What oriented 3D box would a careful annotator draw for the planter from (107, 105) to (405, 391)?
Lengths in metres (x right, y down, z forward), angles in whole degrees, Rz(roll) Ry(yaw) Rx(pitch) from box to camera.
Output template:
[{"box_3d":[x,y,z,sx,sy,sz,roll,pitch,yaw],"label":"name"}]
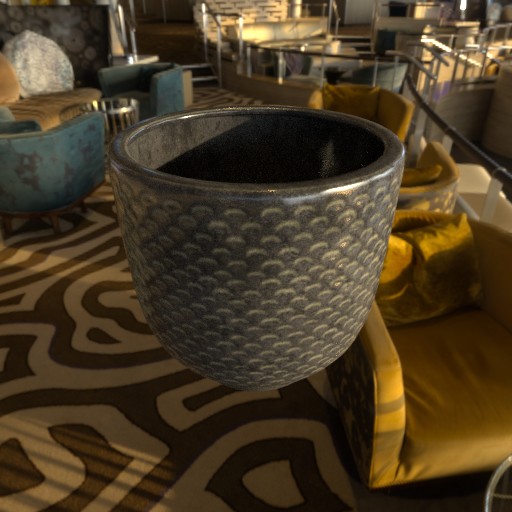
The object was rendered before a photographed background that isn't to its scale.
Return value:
[{"box_3d":[0.000,0.000,0.349,0.197,0.191,0.197,0,31,0],"label":"planter"}]
